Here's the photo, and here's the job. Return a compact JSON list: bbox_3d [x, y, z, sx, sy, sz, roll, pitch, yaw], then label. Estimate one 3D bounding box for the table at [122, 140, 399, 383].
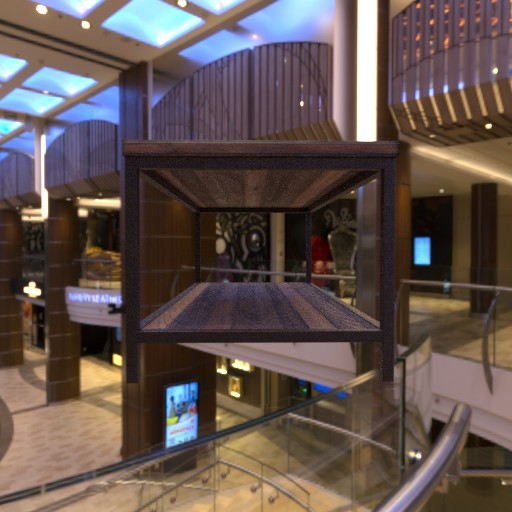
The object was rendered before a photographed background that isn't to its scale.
[{"bbox_3d":[0.000,0.000,1.221,0.452,0.399,0.990,0,1,-1],"label":"table"}]
